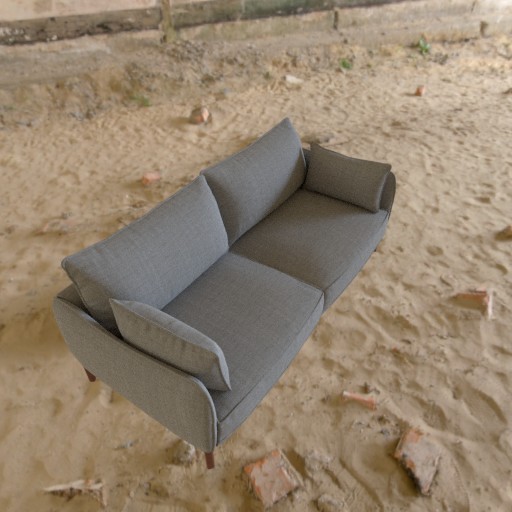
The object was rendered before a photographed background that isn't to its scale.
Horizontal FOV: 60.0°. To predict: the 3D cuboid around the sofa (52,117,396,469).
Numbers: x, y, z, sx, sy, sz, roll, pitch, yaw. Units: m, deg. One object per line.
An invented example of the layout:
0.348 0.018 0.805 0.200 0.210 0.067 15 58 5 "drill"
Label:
0.000 0.000 2.514 0.972 0.851 1.989 24 46 25 "sofa"
